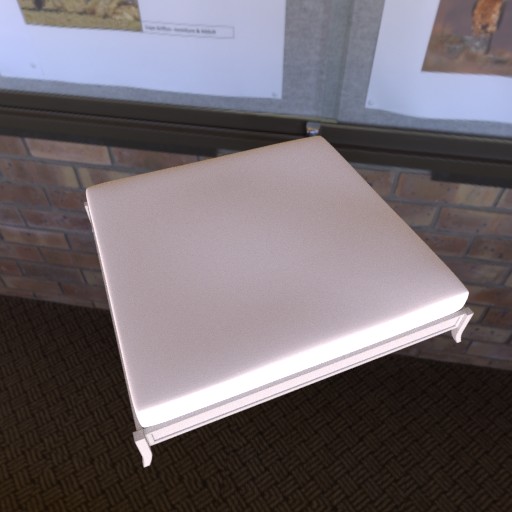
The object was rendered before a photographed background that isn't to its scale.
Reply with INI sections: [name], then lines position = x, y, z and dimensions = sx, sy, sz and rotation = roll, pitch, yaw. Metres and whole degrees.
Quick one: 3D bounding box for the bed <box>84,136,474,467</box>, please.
[bed]
position = 0.000, 0.000, 3.109
dimensions = 2.108, 0.510, 2.007
rotation = -16, 49, -15
